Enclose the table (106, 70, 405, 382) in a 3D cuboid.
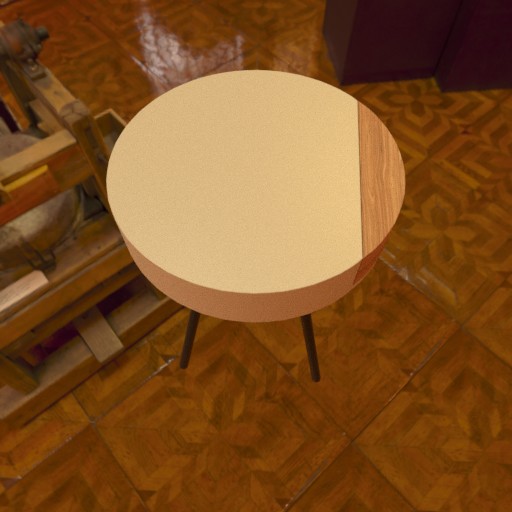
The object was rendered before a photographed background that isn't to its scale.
[{"bbox_3d":[0.000,0.000,0.875,0.450,0.525,0.450,0,58,0],"label":"table"}]
